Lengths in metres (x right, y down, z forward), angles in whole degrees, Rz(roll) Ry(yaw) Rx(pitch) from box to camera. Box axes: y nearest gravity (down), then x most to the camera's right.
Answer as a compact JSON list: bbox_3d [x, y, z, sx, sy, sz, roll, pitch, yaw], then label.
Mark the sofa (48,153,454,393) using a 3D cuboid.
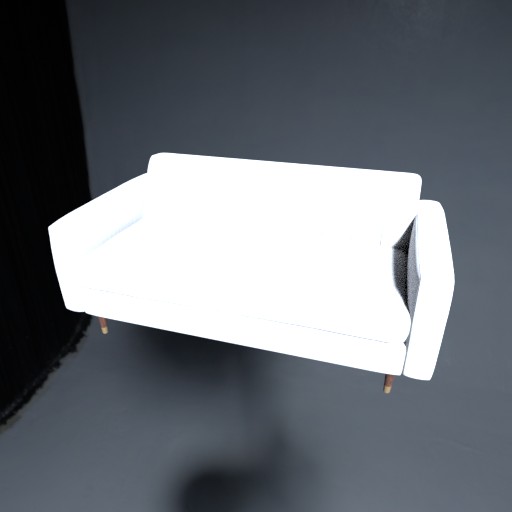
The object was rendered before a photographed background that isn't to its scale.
[{"bbox_3d":[0.000,0.000,2.425,1.895,0.814,0.969,8,28,15],"label":"sofa"}]
